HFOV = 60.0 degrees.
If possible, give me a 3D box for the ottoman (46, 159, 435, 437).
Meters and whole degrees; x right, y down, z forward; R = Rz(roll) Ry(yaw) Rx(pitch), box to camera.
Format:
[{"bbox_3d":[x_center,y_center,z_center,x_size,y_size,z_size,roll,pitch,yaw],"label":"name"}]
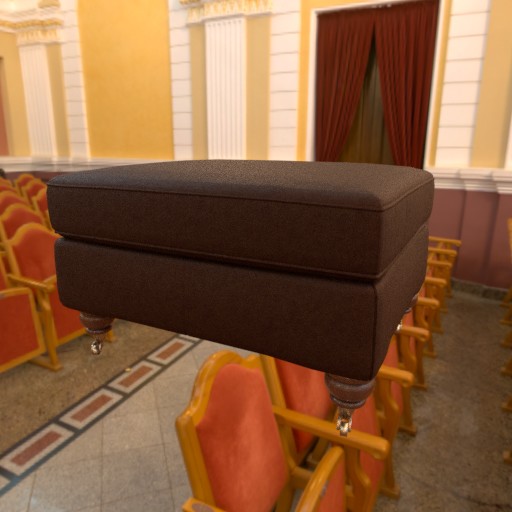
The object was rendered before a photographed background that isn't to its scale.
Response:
[{"bbox_3d":[0.000,0.000,1.760,1.187,0.730,0.967,8,17,27],"label":"ottoman"}]
